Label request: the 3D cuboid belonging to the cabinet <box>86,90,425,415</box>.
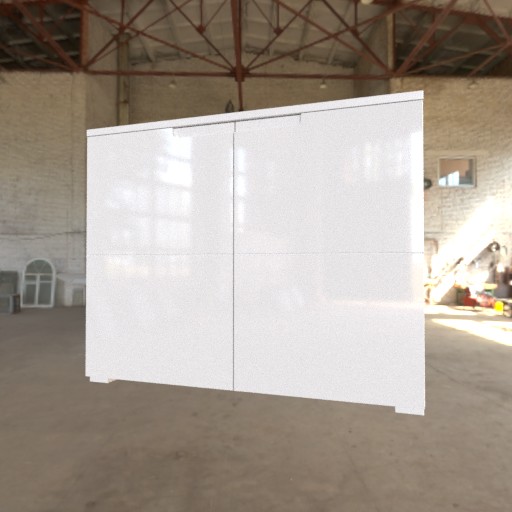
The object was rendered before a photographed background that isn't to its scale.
[{"bbox_3d":[0.000,0.000,1.428,1.000,0.800,0.400,0,-1,19],"label":"cabinet"}]
